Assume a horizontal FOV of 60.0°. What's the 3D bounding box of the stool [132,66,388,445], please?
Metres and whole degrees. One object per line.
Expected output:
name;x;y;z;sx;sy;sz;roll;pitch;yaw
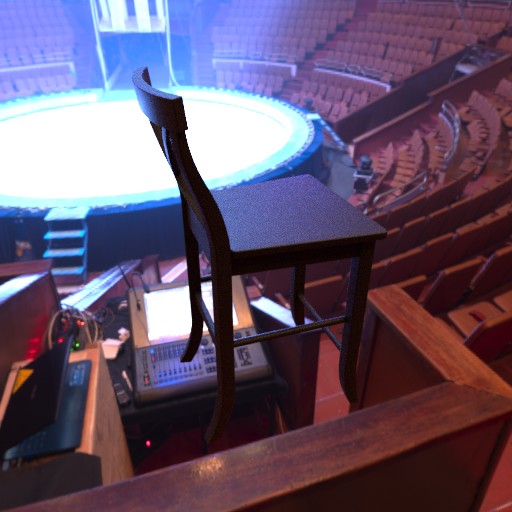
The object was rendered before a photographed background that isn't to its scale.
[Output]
stool;0.000;0.000;1.285;0.559;0.989;0.452;-11;32;-18
